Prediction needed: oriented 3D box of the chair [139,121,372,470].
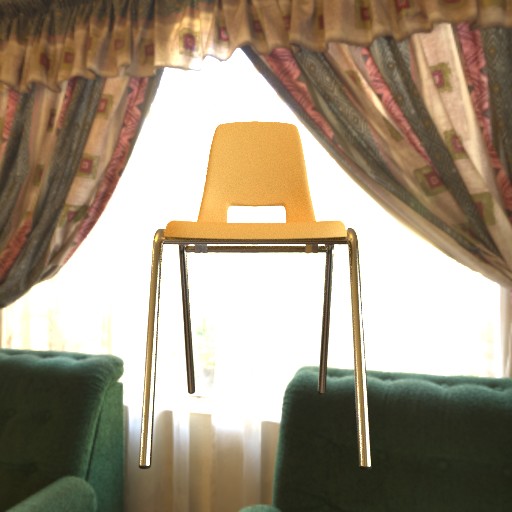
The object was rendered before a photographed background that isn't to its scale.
[{"bbox_3d":[0.000,0.000,0.937,0.381,0.704,0.436,0,-1,0],"label":"chair"}]
